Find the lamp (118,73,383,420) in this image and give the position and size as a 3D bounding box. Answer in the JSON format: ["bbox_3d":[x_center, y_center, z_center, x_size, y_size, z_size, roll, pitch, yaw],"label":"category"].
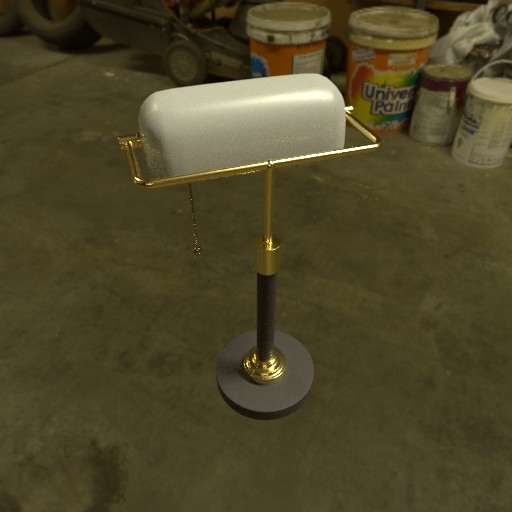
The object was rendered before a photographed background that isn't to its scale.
[{"bbox_3d":[0.000,0.000,0.560,0.269,0.404,0.227,-12,42,-14],"label":"lamp"}]
